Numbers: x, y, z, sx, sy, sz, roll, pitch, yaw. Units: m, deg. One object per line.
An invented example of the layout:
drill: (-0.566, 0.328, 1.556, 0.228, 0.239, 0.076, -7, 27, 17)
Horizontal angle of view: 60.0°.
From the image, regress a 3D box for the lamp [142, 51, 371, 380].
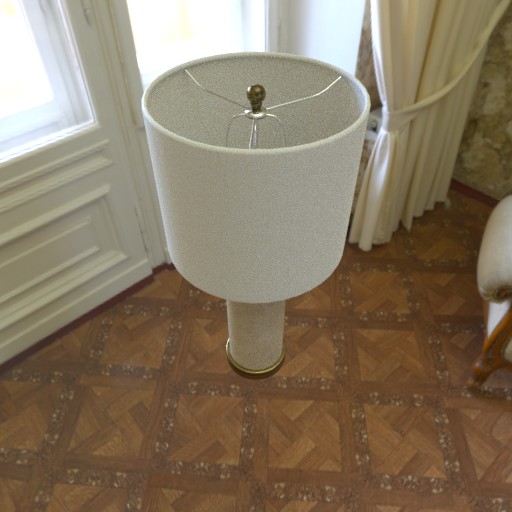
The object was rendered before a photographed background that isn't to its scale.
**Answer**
lamp: (0.000, 0.000, 0.810, 0.305, 0.634, 0.305, 2, 44, 2)
